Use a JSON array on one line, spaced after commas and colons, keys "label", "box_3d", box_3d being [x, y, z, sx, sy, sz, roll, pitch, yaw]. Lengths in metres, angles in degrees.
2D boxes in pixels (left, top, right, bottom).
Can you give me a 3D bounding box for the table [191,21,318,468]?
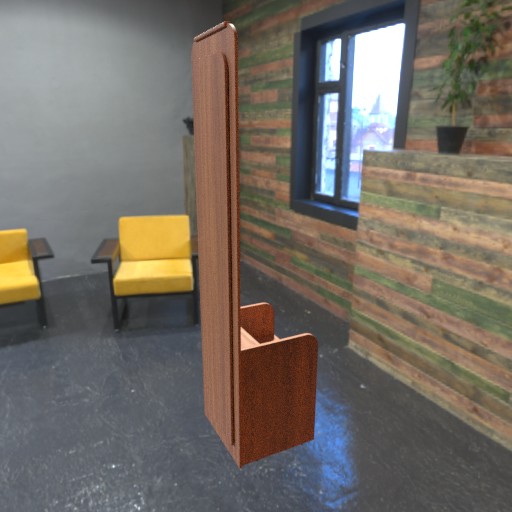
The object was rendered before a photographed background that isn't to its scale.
[{"label": "table", "box_3d": [0.000, 0.000, 2.013, 0.420, 1.830, 0.450, -8, 18, -26]}]
